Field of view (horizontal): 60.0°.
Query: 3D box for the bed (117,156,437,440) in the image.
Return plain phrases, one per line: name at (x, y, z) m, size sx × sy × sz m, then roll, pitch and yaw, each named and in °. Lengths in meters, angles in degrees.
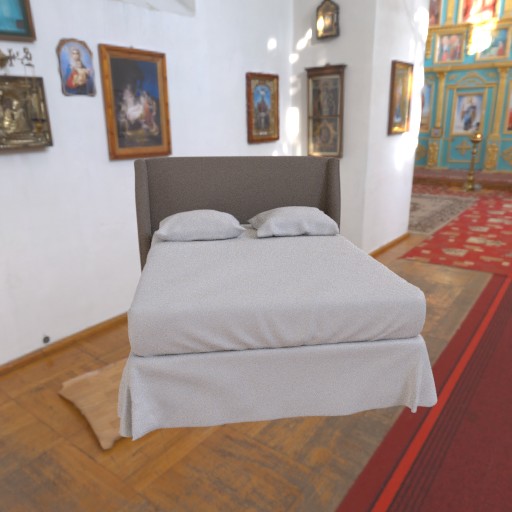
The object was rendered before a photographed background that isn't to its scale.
bed at (0.000, 0.000, 3.306) m, size 1.925 × 1.332 × 2.276 m, roll -2°, pitch 16°, yaw -8°
